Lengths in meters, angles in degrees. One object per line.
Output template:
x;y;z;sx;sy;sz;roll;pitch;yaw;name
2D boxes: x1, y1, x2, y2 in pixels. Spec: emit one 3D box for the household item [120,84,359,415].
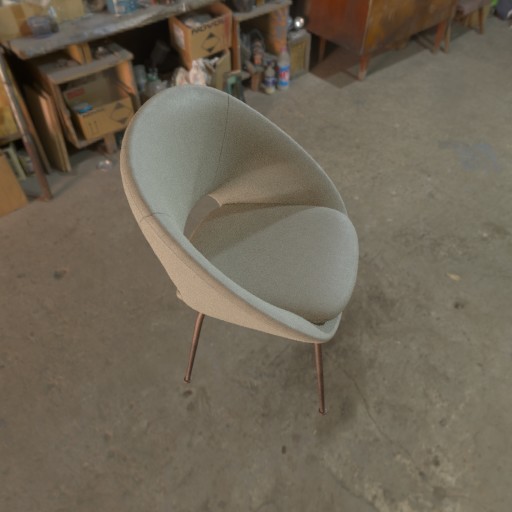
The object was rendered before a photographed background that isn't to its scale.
0.000;0.000;1.272;0.573;0.852;0.623;10;48;10;household item
